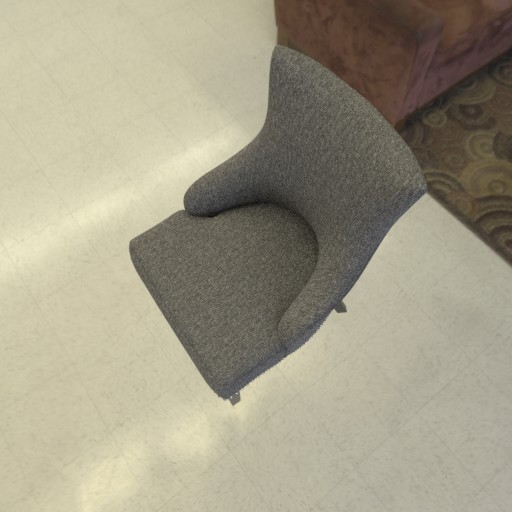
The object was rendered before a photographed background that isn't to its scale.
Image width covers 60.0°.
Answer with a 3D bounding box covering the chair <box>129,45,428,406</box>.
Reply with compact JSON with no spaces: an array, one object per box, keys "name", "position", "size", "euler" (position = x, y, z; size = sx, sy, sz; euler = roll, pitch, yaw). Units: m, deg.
[{"name":"chair","position":[0.000,0.000,1.309],"size":[0.629,0.909,0.566],"euler":[-32,68,-15]}]
